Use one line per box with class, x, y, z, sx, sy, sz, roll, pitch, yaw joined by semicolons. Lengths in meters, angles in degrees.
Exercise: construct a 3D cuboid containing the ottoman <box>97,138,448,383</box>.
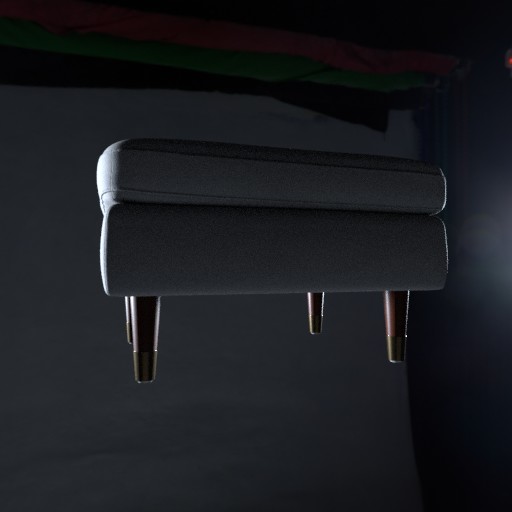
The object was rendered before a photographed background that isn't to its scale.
ottoman;0.000;0.000;1.111;0.747;0.478;0.593;0;-1;-18
